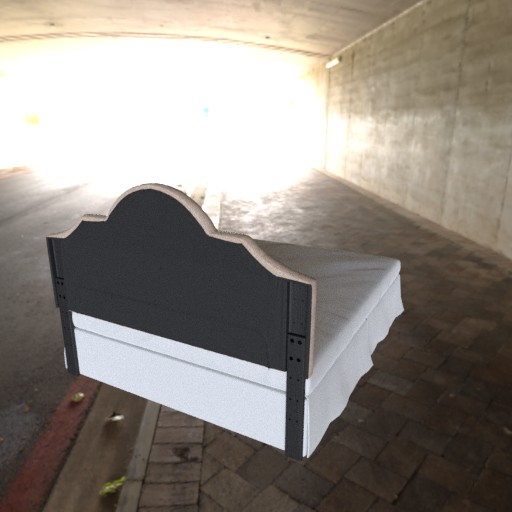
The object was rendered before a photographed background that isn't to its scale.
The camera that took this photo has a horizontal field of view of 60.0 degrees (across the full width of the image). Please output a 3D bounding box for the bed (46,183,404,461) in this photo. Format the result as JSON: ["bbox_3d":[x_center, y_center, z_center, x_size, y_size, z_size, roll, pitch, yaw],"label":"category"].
[{"bbox_3d":[0.000,0.000,2.973,1.667,1.194,1.970,9,19,27],"label":"bed"}]
